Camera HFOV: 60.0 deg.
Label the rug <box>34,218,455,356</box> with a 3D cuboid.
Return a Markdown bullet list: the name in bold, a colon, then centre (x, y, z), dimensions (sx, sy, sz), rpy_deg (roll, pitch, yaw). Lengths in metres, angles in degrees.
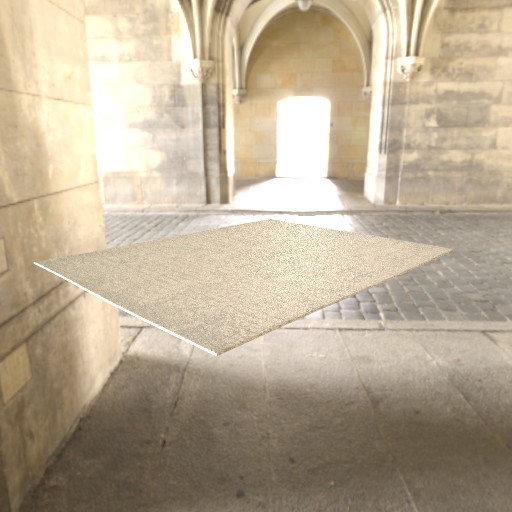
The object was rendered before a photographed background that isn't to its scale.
- **rug**: centre (0.000, 0.000, 4.088), dimensions (2.447, 0.014, 3.061), rpy_deg (14, 21, 43)
